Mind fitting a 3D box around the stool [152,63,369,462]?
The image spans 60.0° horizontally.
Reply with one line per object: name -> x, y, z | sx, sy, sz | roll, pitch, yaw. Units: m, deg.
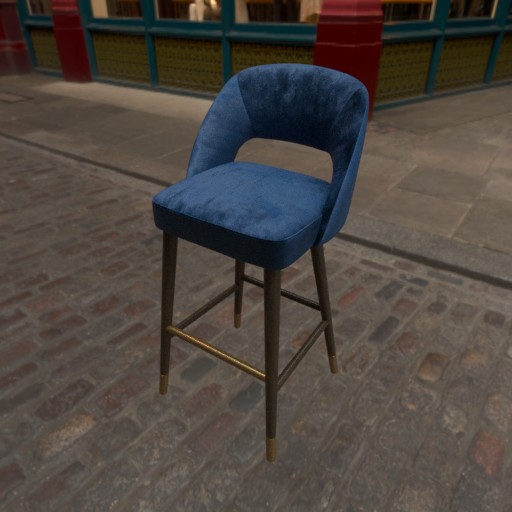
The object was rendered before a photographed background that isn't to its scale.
stool -> 0.000, 0.000, 1.335 | 0.514, 1.016, 0.515 | 20, 37, 29
